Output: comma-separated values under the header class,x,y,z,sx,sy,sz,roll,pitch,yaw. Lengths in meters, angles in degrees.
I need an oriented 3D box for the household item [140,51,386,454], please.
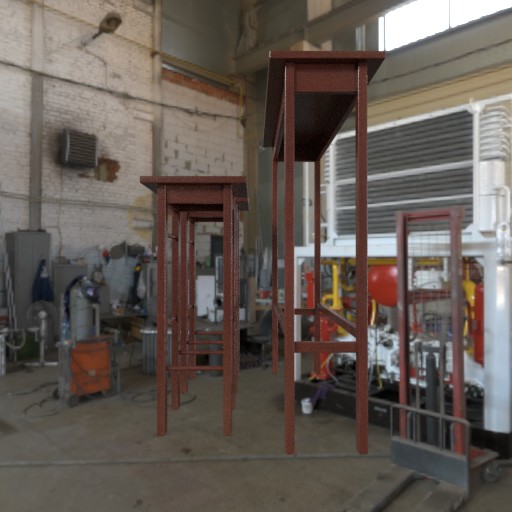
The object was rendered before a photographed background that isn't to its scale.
class,x,y,z,sx,sy,sz,roll,pitch,yaw
household item,0.000,0.000,1.612,0.676,1.067,0.914,0,-1,0
